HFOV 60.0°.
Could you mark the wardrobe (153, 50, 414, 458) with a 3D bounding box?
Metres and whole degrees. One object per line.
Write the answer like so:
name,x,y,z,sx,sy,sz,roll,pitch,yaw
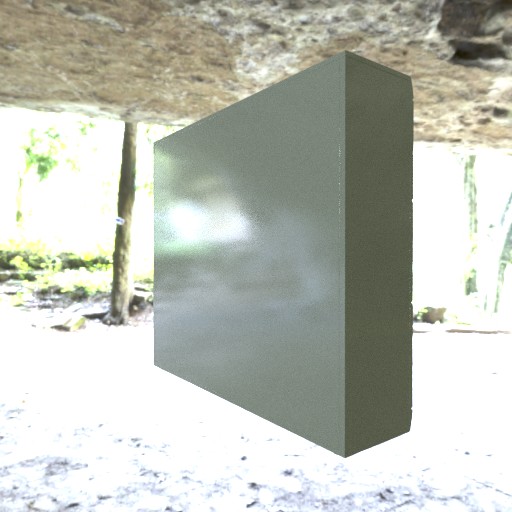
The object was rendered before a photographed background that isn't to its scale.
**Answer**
wardrobe,0.000,0.000,1.929,0.360,1.200,1.340,0,0,-37
